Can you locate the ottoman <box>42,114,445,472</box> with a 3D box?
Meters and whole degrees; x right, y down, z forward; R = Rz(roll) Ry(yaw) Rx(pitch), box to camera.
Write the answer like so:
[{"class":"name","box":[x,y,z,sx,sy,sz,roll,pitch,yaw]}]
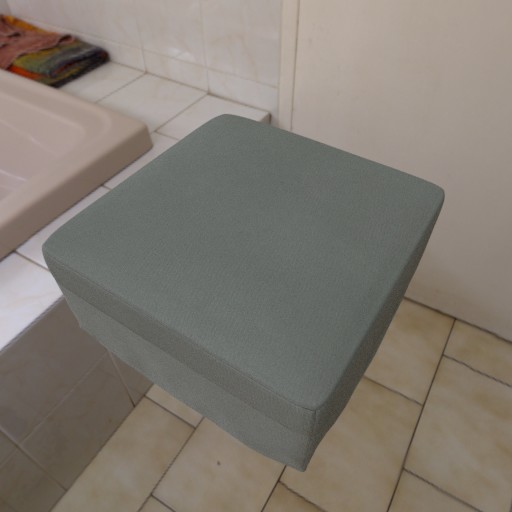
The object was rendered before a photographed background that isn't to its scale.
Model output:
[{"class":"ottoman","box":[0.000,0.000,1.339,0.842,0.441,0.843,26,52,22]}]
